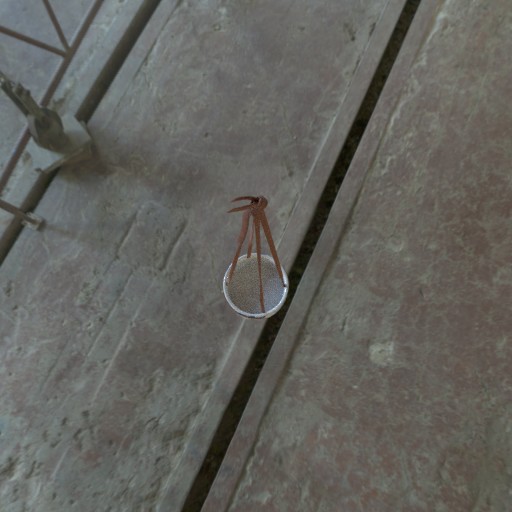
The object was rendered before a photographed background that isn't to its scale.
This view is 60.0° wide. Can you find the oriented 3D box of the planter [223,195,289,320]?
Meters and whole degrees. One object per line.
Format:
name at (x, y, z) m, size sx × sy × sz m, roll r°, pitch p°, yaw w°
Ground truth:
planter at (0.000, 0.000, 0.821) m, size 0.166 × 0.751 × 0.166 m, roll -21°, pitch 77°, yaw -5°
